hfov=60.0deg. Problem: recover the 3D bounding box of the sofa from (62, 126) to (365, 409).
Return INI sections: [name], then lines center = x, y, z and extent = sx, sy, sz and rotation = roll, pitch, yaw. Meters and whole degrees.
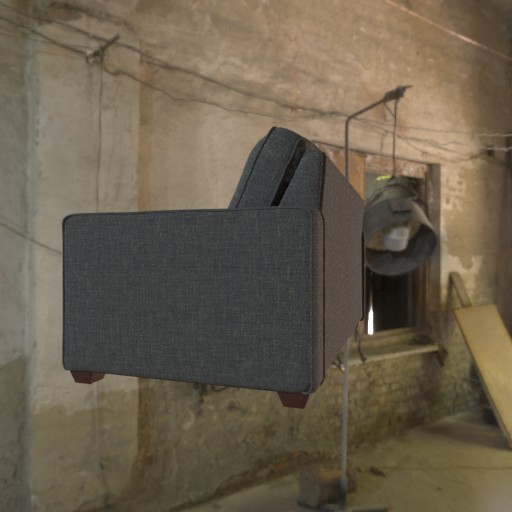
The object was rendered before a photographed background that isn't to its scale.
[sofa]
center = 0.000, 0.000, 2.241
extent = 0.947, 0.918, 1.709
rotation = 0, 1, 19
